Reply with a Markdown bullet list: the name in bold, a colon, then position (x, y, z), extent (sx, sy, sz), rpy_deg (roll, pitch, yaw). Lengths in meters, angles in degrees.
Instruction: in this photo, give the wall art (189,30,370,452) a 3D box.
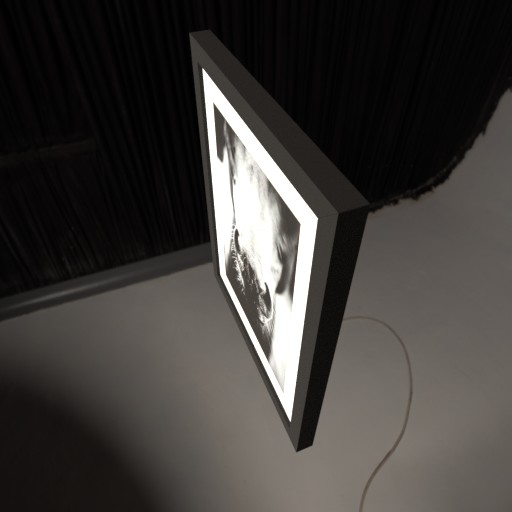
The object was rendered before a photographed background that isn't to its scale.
- **wall art**: position (0.000, 0.000, 0.532), extent (0.024, 0.404, 0.329), rpy_deg (-17, 48, -15)
